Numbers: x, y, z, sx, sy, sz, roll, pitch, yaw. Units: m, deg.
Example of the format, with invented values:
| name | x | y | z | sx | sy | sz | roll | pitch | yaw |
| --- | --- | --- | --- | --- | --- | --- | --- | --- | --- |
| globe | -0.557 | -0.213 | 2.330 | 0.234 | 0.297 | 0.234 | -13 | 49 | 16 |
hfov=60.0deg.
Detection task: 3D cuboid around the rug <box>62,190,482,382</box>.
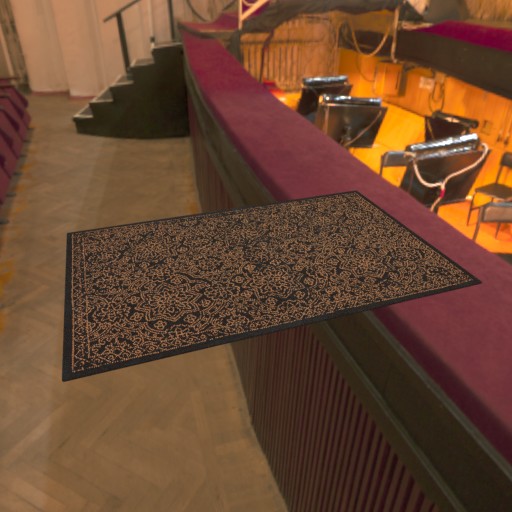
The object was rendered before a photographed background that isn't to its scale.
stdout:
| name | x | y | z | sx | sy | sz | roll | pitch | yaw |
| --- | --- | --- | --- | --- | --- | --- | --- | --- | --- |
| rug | 0.000 | 0.000 | 3.015 | 2.441 | 0.015 | 1.526 | -10 | 33 | -16 |
